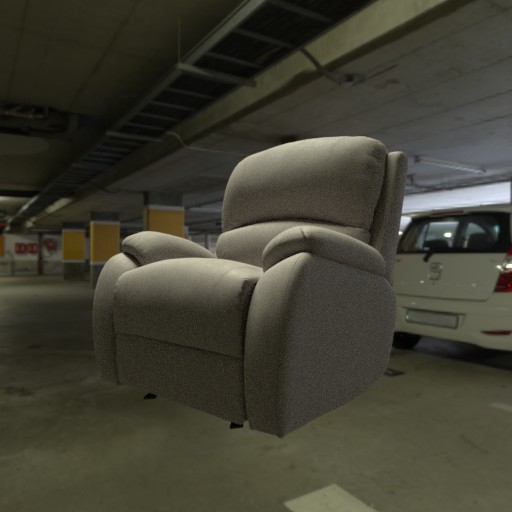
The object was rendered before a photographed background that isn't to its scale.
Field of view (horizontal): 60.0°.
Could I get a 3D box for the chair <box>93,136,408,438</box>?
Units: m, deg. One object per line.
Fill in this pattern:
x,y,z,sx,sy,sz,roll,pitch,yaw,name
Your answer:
0.000,0.000,1.713,0.930,1.011,0.899,0,0,40,chair
